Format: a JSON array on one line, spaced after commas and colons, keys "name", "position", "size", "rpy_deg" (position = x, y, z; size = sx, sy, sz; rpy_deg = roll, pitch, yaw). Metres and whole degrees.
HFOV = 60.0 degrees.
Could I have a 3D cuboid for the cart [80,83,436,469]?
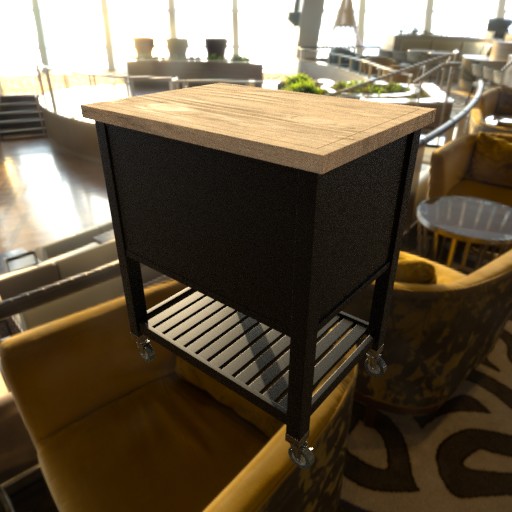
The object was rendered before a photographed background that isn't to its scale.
[{"name": "cart", "position": [0.000, 0.000, 1.421], "size": [0.797, 0.920, 0.567], "rpy_deg": [22, 35, 34]}]
